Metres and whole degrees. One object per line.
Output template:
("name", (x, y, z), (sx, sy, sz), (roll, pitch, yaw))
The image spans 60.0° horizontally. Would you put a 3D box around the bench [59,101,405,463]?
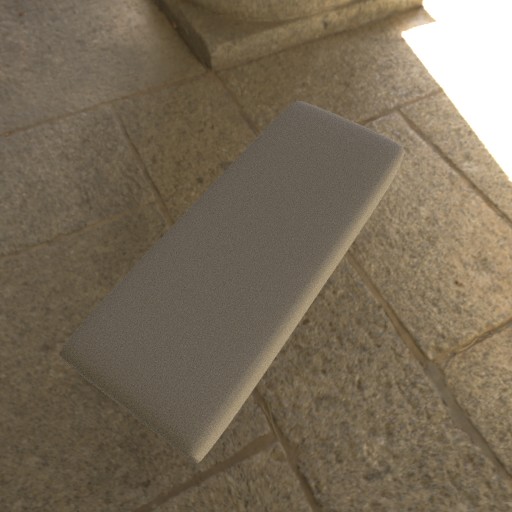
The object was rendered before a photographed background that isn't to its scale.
("bench", (0.000, 0.000, 1.939), (0.646, 0.393, 1.609), (30, 63, 17))
